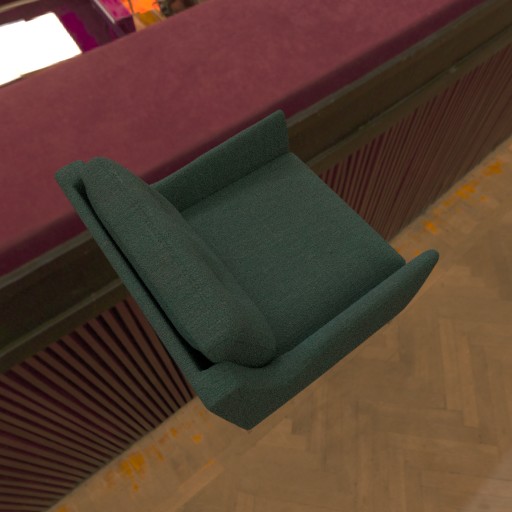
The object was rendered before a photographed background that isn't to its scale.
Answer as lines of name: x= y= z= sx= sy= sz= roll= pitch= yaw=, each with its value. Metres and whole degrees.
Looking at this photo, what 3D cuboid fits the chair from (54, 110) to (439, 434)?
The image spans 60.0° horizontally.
chair: x=0.000 y=0.000 z=1.518 sx=0.849 sy=0.828 sz=0.847 roll=-33 pitch=65 yaw=-18
